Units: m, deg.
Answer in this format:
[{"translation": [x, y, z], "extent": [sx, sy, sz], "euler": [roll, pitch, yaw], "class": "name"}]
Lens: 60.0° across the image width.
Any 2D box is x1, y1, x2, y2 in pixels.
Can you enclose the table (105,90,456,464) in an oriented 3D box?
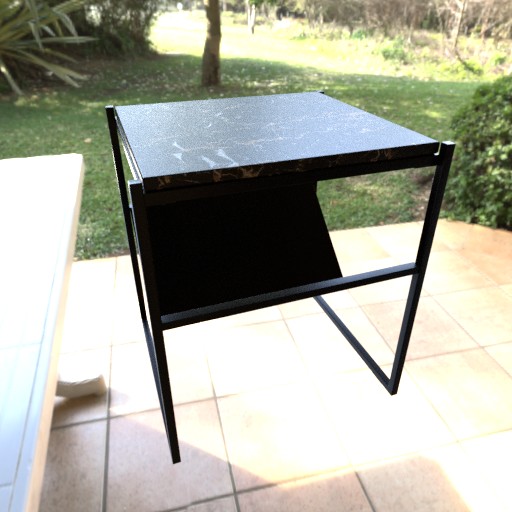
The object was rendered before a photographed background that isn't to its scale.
[{"translation": [0.000, 0.000, 0.893], "extent": [0.469, 0.534, 0.432], "euler": [-11, 33, -17], "class": "table"}]
